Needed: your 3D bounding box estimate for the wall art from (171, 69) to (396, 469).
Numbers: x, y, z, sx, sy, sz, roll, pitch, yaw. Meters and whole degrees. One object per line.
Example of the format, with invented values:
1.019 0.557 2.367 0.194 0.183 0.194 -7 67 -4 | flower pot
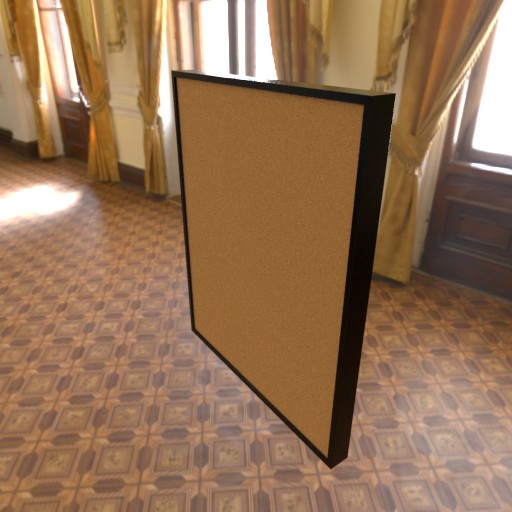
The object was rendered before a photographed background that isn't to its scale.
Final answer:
0.000 0.000 0.743 0.039 0.553 0.451 -18 32 -32 | wall art
